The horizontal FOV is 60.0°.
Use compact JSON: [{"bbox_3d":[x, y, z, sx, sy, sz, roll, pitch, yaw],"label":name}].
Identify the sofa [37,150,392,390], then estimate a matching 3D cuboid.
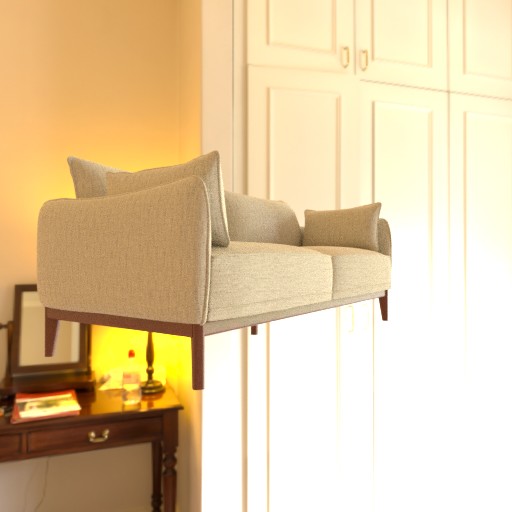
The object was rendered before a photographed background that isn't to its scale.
[{"bbox_3d":[0.000,0.000,2.427,0.991,0.860,1.989,0,0,34],"label":"sofa"}]
